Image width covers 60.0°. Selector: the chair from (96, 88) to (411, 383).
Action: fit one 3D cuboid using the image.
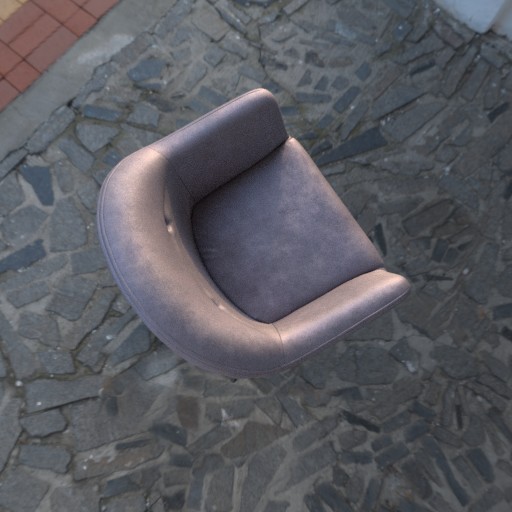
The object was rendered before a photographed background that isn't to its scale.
[{"bbox_3d":[0.000,0.000,1.140,0.544,0.781,0.567,-32,78,-7],"label":"chair"}]
